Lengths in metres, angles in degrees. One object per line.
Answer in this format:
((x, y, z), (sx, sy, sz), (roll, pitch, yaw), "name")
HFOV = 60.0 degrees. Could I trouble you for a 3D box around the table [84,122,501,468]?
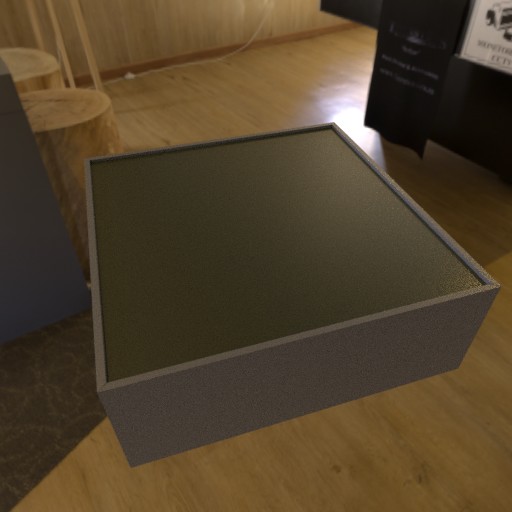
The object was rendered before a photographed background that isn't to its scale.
((0.000, 0.000, 1.202), (0.801, 0.299, 0.801), (-12, 43, -13), "table")
